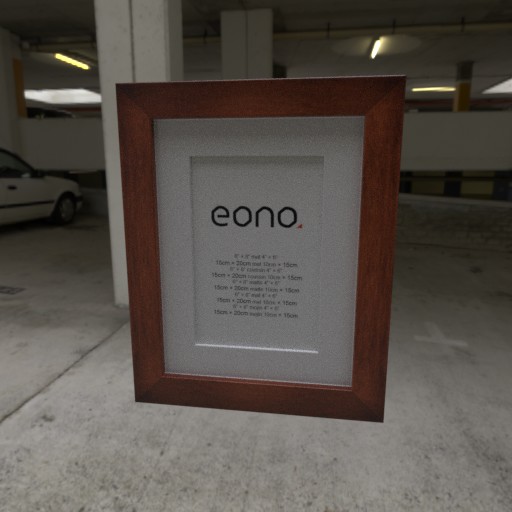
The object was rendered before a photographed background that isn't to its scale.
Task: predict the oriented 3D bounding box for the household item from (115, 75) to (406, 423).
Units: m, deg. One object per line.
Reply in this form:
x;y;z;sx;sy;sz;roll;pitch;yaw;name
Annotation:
0.000;0.000;0.337;0.200;0.250;0.020;2;12;8;household item
